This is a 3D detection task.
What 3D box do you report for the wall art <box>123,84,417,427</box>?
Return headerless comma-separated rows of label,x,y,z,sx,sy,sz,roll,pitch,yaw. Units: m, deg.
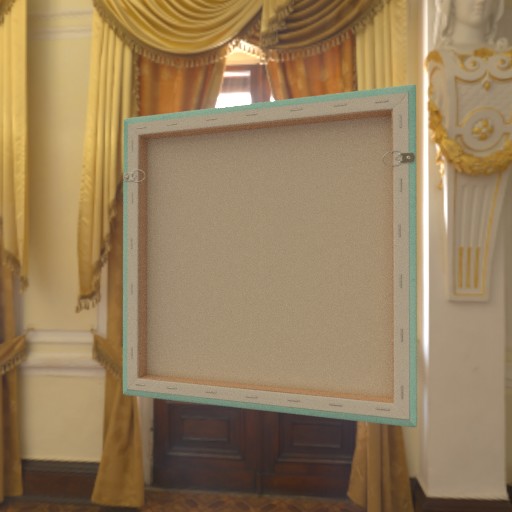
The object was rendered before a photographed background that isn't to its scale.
wall art,0.000,0.000,1.571,1.071,1.073,0.070,0,-1,18
